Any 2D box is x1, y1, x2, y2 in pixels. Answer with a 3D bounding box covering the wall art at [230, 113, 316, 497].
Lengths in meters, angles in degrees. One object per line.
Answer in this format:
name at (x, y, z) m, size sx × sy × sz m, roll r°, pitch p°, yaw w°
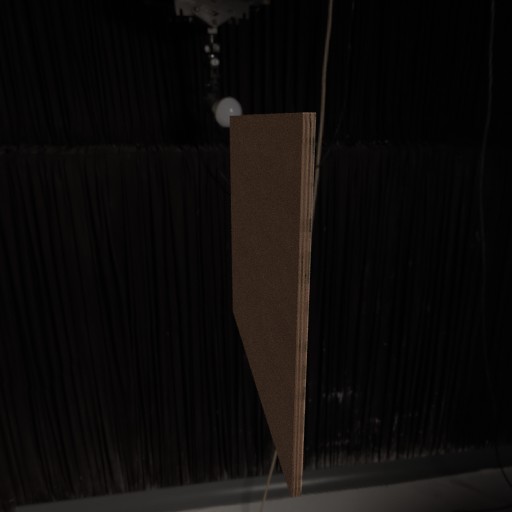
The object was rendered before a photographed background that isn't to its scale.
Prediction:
wall art at (0.000, 0.000, 0.673) m, size 0.012 × 0.408 × 0.508 m, roll -3°, pitch 18°, yaw -10°
